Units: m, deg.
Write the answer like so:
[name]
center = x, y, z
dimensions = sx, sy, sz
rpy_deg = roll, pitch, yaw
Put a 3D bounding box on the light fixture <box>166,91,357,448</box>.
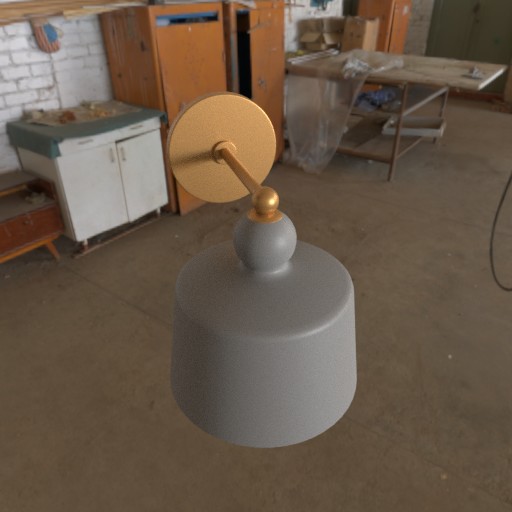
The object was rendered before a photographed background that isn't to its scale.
[light fixture]
center = 0.000, 0.000, 0.445
dimensions = 0.204, 0.268, 0.254
rpy_deg = -10, 33, -16
